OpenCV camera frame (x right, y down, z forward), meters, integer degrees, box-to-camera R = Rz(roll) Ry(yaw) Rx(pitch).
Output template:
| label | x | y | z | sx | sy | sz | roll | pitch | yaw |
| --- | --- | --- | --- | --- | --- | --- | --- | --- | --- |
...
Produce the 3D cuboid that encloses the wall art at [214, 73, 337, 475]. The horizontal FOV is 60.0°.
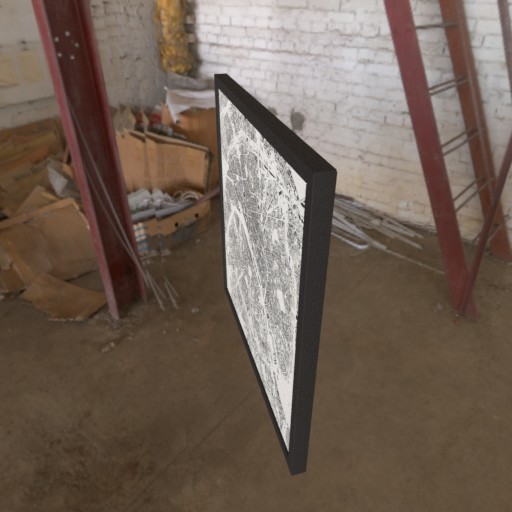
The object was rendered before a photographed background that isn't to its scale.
| label | x | y | z | sx | sy | sz | roll | pitch | yaw |
| --- | --- | --- | --- | --- | --- | --- | --- | --- | --- |
| wall art | 0.000 | 0.000 | 1.158 | 0.037 | 0.763 | 0.763 | -8 | 34 | -13 |
